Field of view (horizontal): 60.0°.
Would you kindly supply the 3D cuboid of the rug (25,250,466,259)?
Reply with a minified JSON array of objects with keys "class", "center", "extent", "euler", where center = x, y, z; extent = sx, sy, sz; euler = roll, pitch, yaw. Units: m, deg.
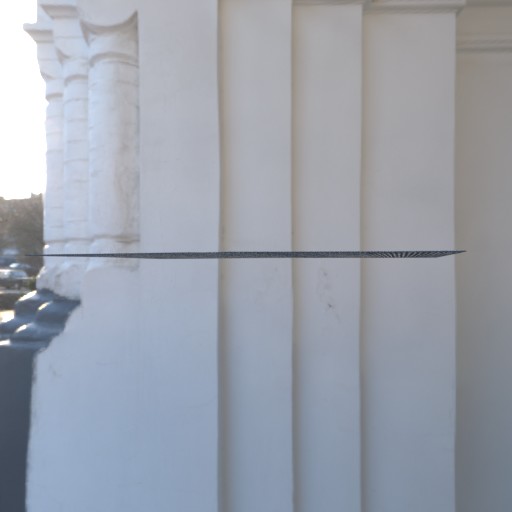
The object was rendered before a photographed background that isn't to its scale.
[{"class":"rug","center":[0.000,0.000,2.171],"extent":[1.740,0.010,1.135],"euler":[0,-1,18]}]
